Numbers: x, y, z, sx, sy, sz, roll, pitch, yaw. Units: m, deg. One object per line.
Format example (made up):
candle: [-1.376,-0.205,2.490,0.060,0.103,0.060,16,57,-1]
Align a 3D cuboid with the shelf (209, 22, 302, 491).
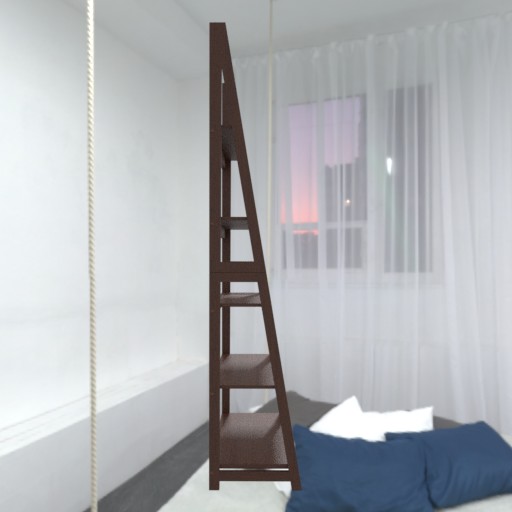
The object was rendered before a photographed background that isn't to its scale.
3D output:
shelf: [0.000,0.000,1.972,0.350,1.770,0.600,0,0,0]
